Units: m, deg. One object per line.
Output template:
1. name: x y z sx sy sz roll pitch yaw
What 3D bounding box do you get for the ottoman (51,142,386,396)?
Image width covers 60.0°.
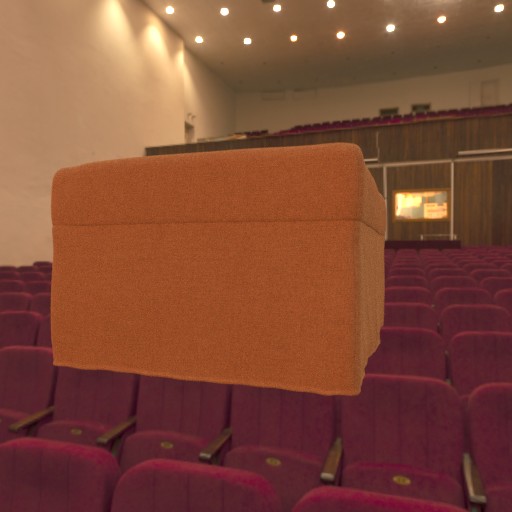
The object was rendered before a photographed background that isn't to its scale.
1. ottoman: 0.000 0.000 1.207 0.650 0.485 0.833 0 1 19
